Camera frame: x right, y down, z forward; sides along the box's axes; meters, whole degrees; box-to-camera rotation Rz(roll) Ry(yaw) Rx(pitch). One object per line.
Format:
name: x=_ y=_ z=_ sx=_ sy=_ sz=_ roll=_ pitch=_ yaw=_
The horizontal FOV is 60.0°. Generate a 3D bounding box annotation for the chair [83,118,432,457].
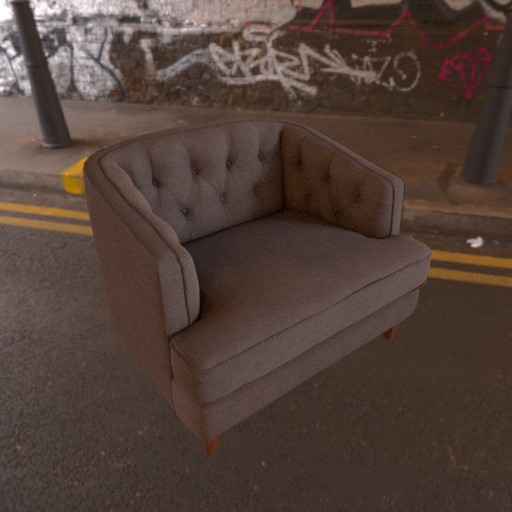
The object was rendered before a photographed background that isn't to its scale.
chair: x=0.000 y=0.000 z=1.757 sx=1.104 sy=0.852 sz=0.941 roll=-21 pitch=36 yaw=-32
